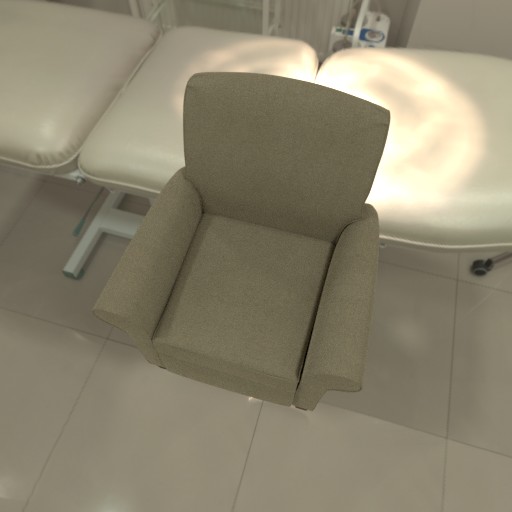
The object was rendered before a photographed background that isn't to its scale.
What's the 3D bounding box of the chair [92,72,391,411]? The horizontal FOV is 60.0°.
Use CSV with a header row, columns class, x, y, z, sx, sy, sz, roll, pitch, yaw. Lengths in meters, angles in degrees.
class,x,y,z,sx,sy,sz,roll,pitch,yaw
chair,0.000,0.000,1.793,0.978,1.061,0.905,14,60,8
